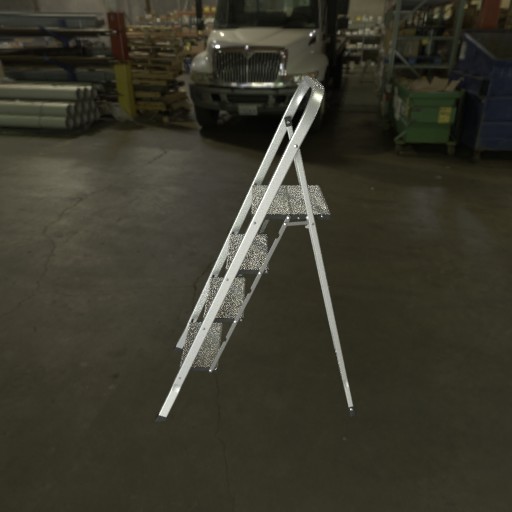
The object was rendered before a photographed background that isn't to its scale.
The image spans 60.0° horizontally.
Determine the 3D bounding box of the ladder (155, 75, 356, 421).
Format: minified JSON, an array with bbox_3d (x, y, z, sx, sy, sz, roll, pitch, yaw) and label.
[{"bbox_3d":[0.000,0.000,1.723,0.830,1.290,0.465,0,27,0],"label":"ladder"}]
